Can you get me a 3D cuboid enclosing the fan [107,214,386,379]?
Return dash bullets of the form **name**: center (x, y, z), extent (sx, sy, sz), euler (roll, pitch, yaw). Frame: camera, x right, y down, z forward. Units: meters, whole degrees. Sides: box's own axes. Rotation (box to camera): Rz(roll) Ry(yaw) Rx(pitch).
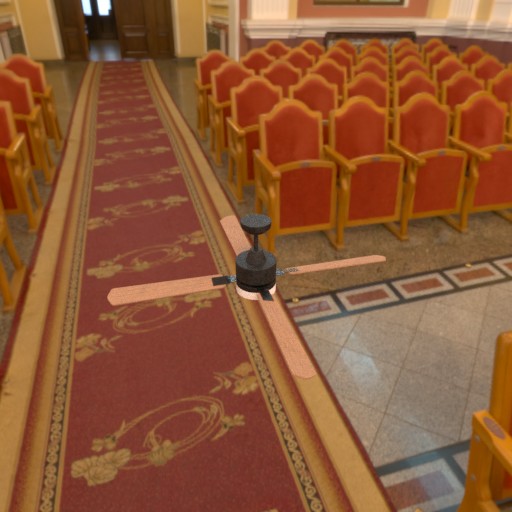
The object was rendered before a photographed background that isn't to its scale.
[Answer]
- **fan**: center (0.000, 0.000, 1.996), extent (1.320, 0.355, 1.320), euler (-8, 31, -13)
